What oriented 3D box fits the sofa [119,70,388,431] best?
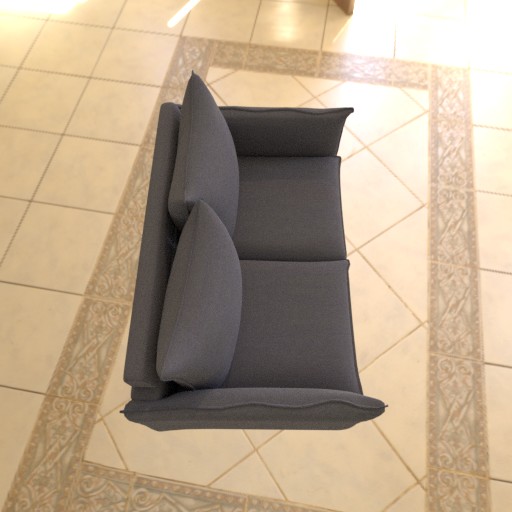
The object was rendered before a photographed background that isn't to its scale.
[{"bbox_3d":[0.000,0.000,1.790,0.820,0.840,1.300,0,64,0],"label":"sofa"}]
